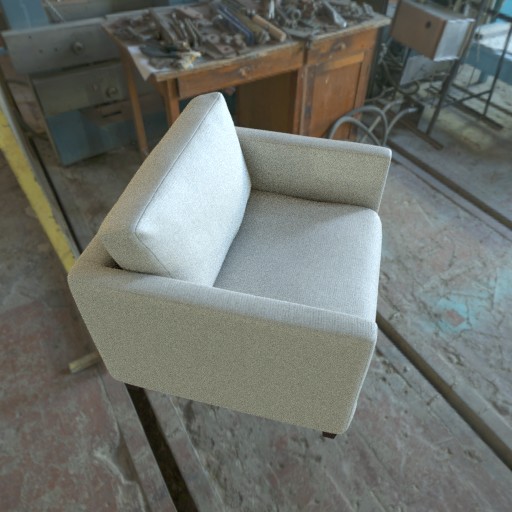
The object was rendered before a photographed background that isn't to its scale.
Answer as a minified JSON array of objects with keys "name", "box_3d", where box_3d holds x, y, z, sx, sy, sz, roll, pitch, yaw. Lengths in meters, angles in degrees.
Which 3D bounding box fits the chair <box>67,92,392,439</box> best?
[{"name":"chair","box_3d":[0.000,0.000,1.742,0.959,0.919,0.996,10,47,10]}]
